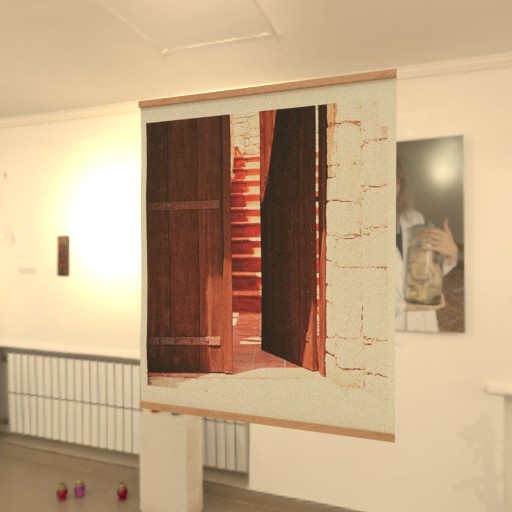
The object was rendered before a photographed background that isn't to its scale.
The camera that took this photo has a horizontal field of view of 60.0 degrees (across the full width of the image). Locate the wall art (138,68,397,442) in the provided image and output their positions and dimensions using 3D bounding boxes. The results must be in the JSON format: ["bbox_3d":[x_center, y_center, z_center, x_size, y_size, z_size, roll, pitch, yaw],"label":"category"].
[{"bbox_3d":[0.000,0.000,0.674,0.406,0.508,0.013,0,1,19],"label":"wall art"}]
